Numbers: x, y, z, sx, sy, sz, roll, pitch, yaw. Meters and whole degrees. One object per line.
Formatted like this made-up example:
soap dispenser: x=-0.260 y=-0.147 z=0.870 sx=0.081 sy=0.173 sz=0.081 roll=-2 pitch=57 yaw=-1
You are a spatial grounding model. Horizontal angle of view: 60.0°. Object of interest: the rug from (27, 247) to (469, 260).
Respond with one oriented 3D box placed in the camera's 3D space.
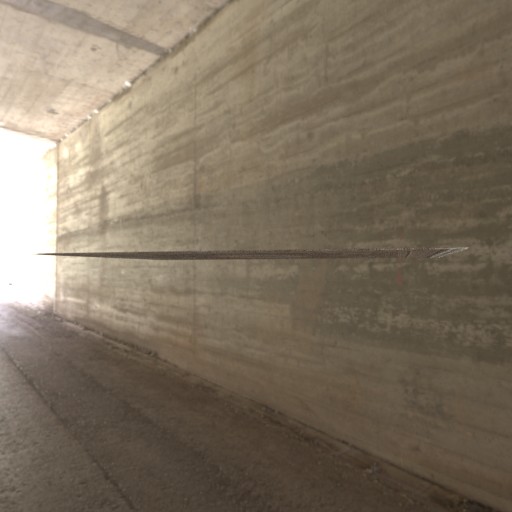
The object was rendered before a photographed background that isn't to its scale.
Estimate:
rug: x=0.000 y=0.000 z=3.026 sx=2.440 sy=0.010 sz=1.528 roll=-1 pitch=-2 yaw=18
